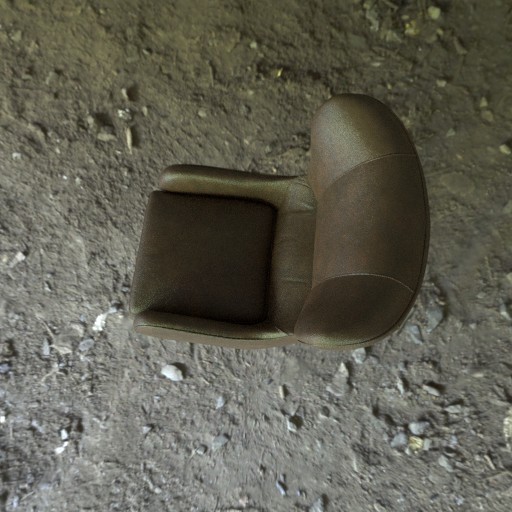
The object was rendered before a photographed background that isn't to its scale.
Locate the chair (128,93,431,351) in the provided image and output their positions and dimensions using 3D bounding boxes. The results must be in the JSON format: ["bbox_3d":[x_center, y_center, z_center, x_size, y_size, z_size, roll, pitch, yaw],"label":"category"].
[{"bbox_3d":[0.000,0.000,1.600,0.914,1.048,0.692,6,74,2],"label":"chair"}]
